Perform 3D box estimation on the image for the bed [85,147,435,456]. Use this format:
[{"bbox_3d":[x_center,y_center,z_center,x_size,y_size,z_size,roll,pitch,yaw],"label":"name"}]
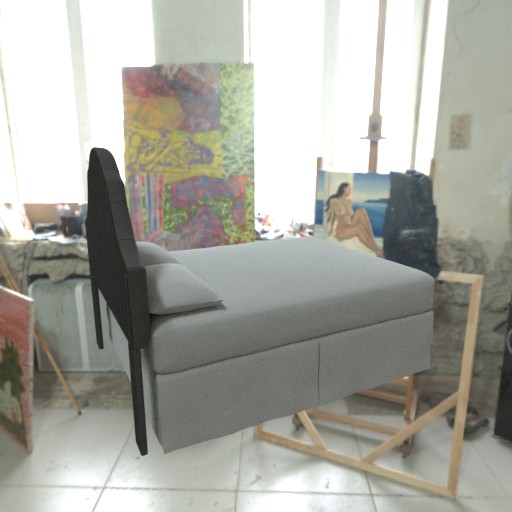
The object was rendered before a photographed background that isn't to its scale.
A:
[{"bbox_3d":[0.000,0.000,3.270,2.155,1.575,1.636,-7,16,-27],"label":"bed"}]
